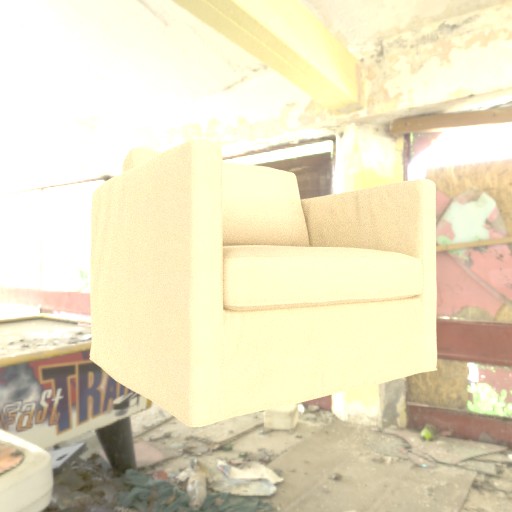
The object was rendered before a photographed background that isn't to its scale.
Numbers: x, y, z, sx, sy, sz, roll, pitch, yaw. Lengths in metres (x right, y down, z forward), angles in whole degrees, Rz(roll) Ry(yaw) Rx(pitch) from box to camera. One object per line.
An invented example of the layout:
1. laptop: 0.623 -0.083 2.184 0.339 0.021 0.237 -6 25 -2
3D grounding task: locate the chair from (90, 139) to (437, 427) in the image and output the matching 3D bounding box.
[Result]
1. chair: 0.000 0.000 1.739 1.057 0.851 0.947 1 -1 -35
